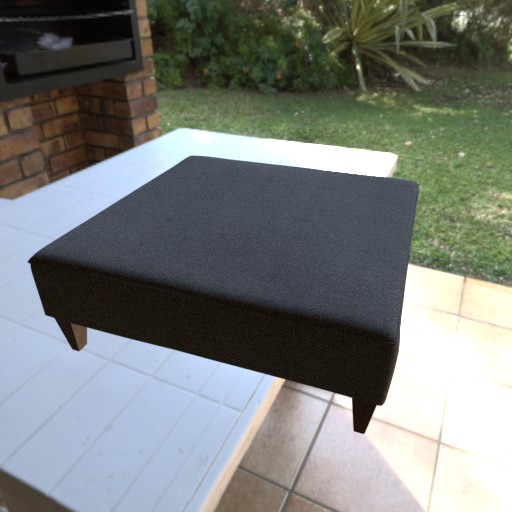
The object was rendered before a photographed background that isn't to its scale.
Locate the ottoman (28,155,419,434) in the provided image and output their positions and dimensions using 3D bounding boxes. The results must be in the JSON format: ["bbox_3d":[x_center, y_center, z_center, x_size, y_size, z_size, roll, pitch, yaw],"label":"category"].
[{"bbox_3d":[0.000,0.000,1.512,0.981,0.378,0.970,11,32,17],"label":"ottoman"}]
